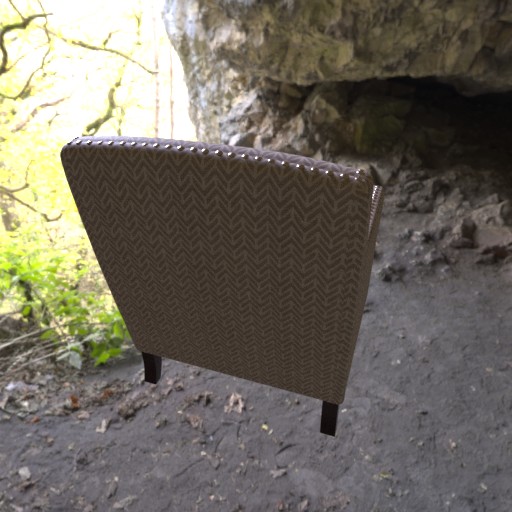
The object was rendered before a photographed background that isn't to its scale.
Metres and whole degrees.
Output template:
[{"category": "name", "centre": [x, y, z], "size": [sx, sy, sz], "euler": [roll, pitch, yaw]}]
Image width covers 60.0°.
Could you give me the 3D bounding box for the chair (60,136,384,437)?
[{"category": "chair", "centre": [0.000, 0.000, 1.255], "size": [0.623, 0.816, 0.651], "euler": [11, 33, 16]}]
